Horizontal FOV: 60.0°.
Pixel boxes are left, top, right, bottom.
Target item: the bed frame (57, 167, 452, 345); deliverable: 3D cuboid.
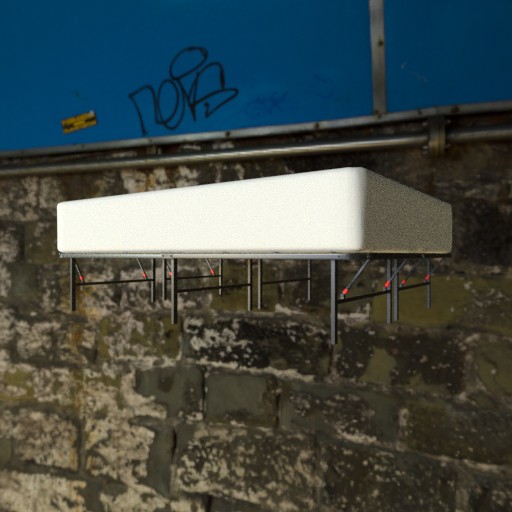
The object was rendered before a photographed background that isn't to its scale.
[{"bbox_3d":[0.000,0.000,2.804,2.037,0.677,1.528,0,0,35],"label":"bed frame"}]
